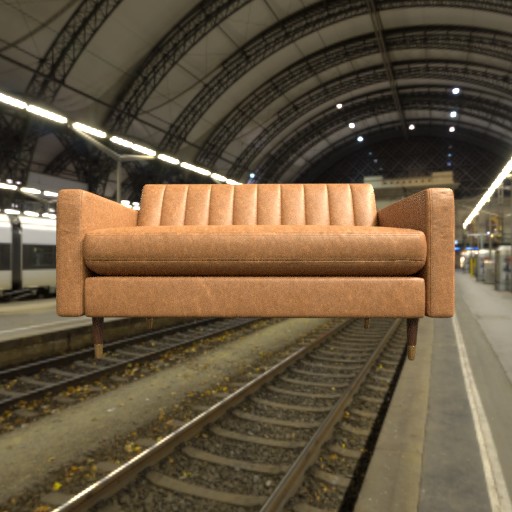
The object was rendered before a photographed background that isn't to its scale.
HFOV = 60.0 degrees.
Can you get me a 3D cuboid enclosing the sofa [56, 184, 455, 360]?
[{"bbox_3d":[0.000,0.000,2.121,1.549,0.820,0.960,0,0,1],"label":"sofa"}]
